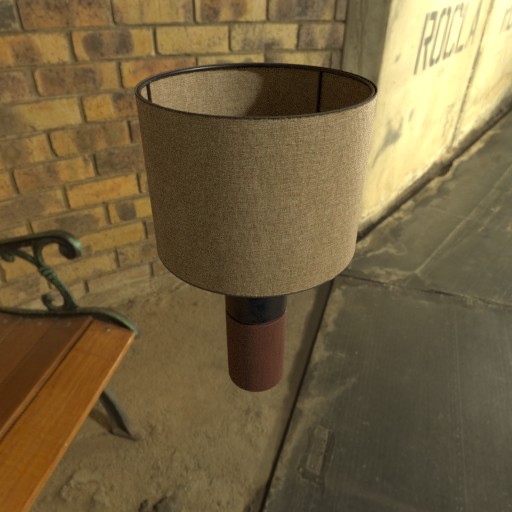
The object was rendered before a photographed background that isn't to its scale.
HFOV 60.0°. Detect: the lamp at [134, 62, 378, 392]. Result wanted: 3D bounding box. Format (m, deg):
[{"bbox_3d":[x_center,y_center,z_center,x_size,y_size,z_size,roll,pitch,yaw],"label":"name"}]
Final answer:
[{"bbox_3d":[0.000,0.000,0.472,0.202,0.350,0.202,0,33,0],"label":"lamp"}]
